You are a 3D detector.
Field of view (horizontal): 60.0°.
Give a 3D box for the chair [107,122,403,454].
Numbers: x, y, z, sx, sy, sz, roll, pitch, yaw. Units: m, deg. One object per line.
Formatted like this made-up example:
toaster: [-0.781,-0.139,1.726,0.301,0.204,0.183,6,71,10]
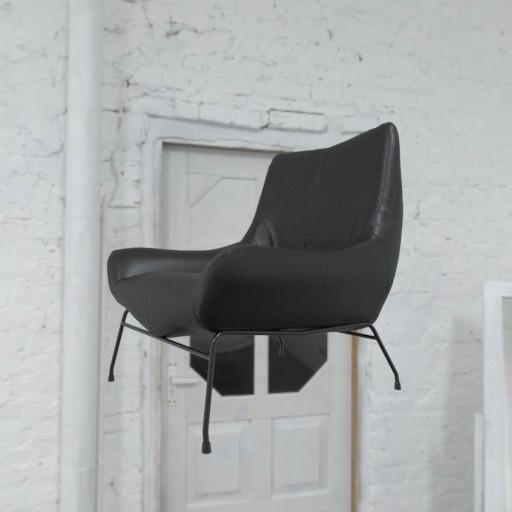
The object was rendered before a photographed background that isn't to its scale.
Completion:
chair: [0.000,0.000,1.574,0.826,0.922,0.836,0,1,-36]
